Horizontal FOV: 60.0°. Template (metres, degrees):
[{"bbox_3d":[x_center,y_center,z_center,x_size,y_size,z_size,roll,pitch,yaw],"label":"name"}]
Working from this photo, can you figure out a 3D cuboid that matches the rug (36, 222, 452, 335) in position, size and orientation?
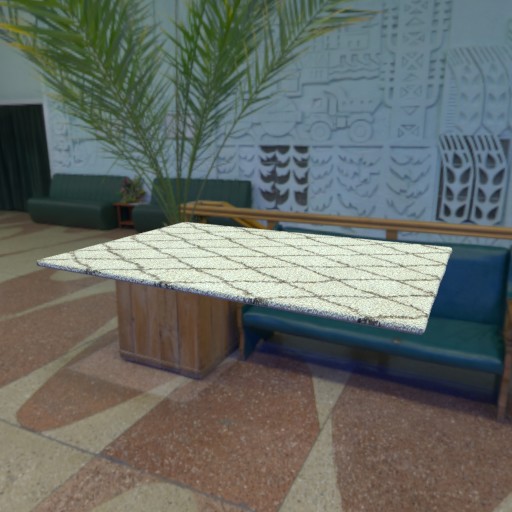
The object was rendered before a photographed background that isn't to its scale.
[{"bbox_3d":[0.000,0.000,2.277,1.778,0.030,1.219,7,16,26],"label":"rug"}]
